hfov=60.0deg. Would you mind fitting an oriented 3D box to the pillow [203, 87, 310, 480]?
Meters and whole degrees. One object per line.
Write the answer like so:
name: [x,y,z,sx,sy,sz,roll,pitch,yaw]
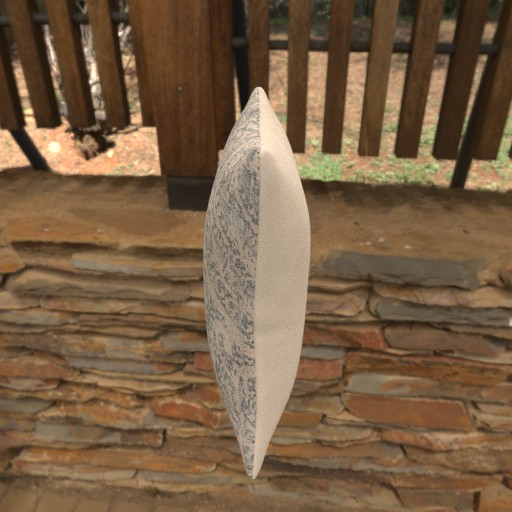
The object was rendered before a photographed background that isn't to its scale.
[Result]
pillow: [0.000,0.000,0.791,0.166,0.510,0.523,0,28,0]
